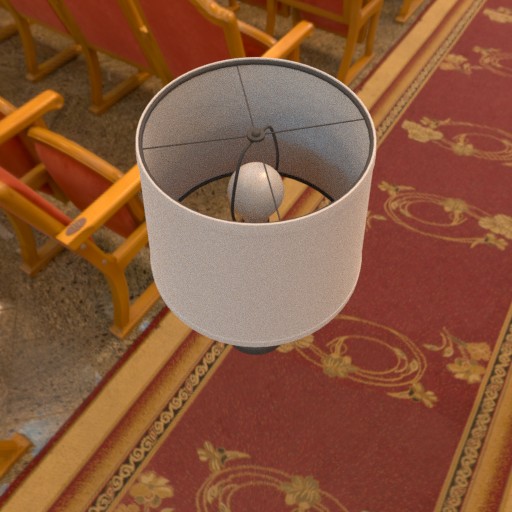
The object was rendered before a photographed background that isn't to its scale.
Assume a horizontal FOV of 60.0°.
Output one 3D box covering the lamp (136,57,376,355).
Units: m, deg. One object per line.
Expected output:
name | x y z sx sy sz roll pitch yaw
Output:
lamp | 0.000 0.000 0.680 0.310 0.501 0.310 0 58 0
